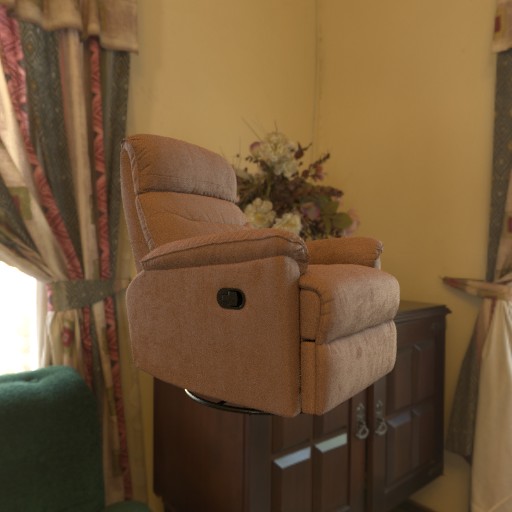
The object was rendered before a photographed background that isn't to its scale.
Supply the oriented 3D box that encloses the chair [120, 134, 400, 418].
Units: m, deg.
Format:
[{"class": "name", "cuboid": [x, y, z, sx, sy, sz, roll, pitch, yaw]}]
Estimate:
[{"class": "chair", "cuboid": [0.000, 0.000, 1.785, 1.004, 1.037, 0.820, 0, 0, 35]}]
